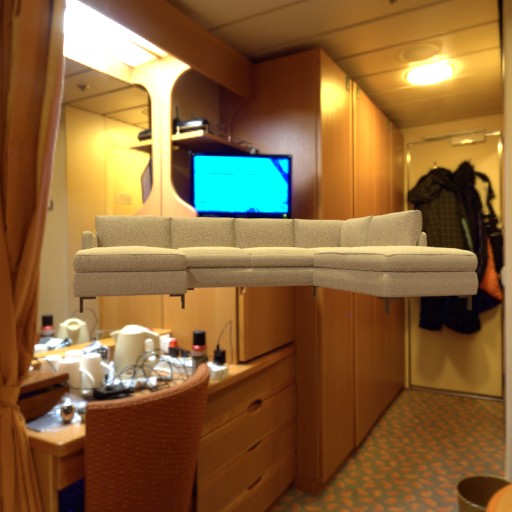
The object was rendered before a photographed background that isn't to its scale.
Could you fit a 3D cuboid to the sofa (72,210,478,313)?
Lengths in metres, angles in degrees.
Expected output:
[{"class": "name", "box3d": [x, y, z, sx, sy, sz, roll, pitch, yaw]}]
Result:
[{"class": "sofa", "box3d": [0.000, 0.000, 3.617, 2.737, 0.756, 1.879, 0, 0, -17]}]
